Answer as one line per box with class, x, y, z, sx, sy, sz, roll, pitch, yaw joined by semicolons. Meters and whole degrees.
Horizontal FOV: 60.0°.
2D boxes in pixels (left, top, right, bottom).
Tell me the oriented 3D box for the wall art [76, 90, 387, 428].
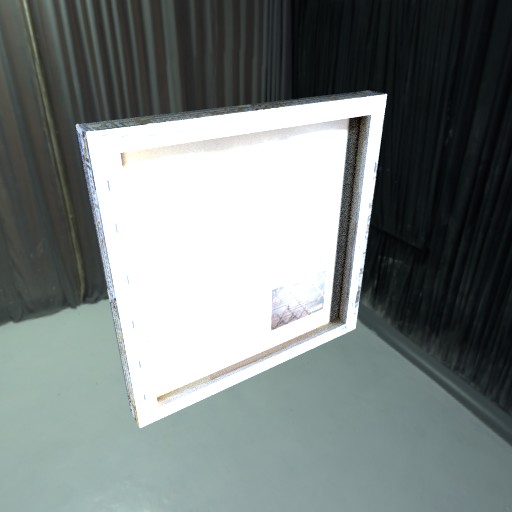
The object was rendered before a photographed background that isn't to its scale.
wall art;0.000;0.000;0.632;0.411;0.410;0.038;-17;33;-28
